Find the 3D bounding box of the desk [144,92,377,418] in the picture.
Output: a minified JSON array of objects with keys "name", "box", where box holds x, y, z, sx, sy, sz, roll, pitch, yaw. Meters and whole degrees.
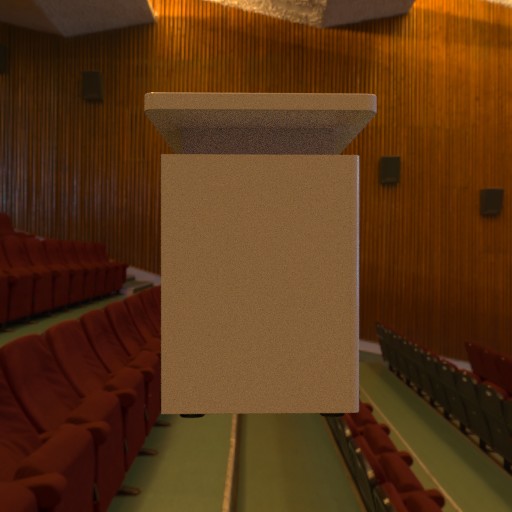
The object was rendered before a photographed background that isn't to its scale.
[{"name":"desk","box":[0.000,0.000,1.727,0.550,0.762,1.400,0,0,-1]}]
